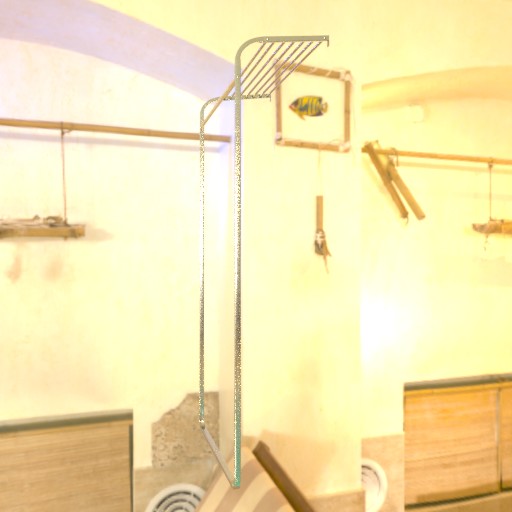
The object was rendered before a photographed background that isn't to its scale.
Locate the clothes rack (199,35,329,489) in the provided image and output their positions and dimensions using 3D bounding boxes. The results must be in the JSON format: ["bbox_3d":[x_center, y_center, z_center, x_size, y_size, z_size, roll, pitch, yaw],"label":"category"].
[{"bbox_3d":[0.000,0.000,1.809,0.349,1.574,0.609,0,0,-18],"label":"clothes rack"}]
